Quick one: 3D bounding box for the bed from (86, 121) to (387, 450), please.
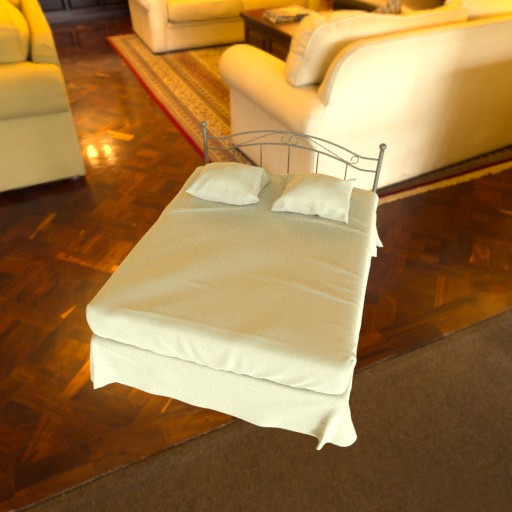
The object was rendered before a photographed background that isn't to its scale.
[{"bbox_3d":[0.000,0.000,3.390,1.936,1.080,2.215,11,42,12],"label":"bed"}]
